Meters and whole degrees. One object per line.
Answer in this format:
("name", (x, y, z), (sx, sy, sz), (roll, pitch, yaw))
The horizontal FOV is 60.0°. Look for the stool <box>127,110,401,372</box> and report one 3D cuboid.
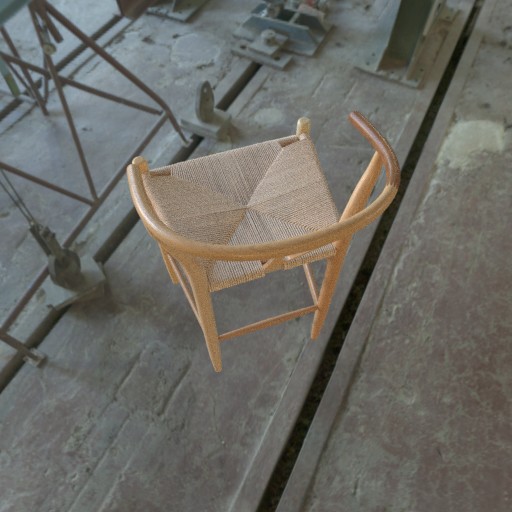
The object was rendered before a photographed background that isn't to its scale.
("stool", (0.000, 0.000, 1.265), (0.536, 0.923, 0.575), (-16, 59, -10))
